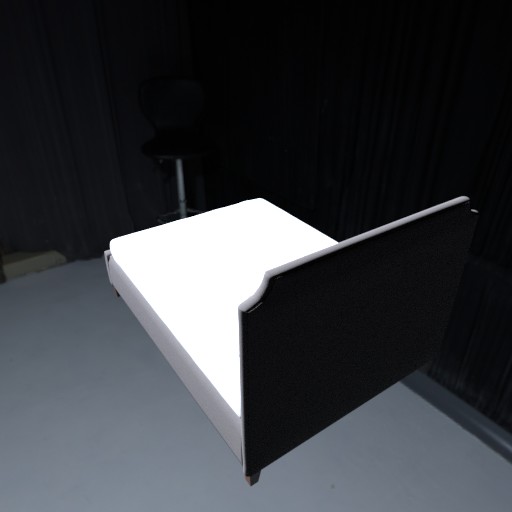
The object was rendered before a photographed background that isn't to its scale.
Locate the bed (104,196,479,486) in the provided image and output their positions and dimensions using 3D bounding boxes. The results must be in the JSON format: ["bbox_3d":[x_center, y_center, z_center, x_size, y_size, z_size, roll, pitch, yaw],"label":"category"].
[{"bbox_3d":[0.000,0.000,3.386,1.713,1.443,2.372,-20,36,-29],"label":"bed"}]
